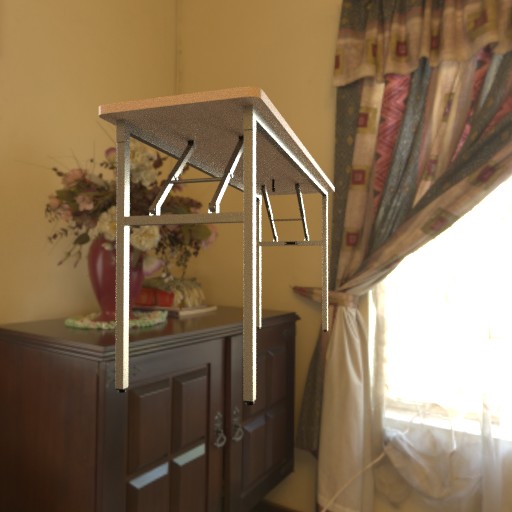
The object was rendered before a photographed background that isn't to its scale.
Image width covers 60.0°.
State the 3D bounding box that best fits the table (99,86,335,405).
[{"bbox_3d":[0.000,0.000,1.738,0.446,0.750,1.397,0,-1,17],"label":"table"}]
